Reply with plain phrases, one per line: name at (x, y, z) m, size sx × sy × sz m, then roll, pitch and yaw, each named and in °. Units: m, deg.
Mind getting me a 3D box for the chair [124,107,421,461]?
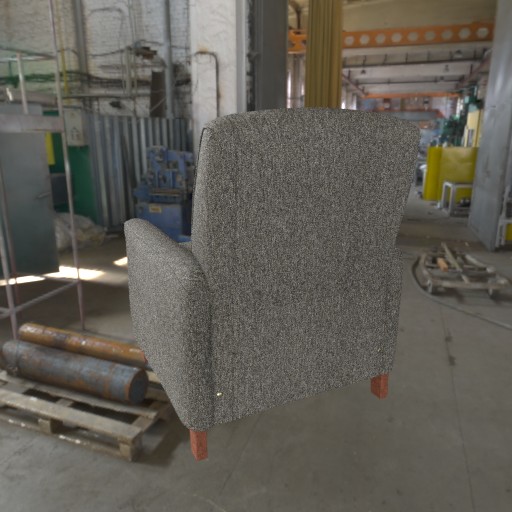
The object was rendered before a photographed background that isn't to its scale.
chair at (0.000, 0.000, 1.650) m, size 0.848 × 1.014 × 0.864 m, roll -8°, pitch 17°, yaw -26°
